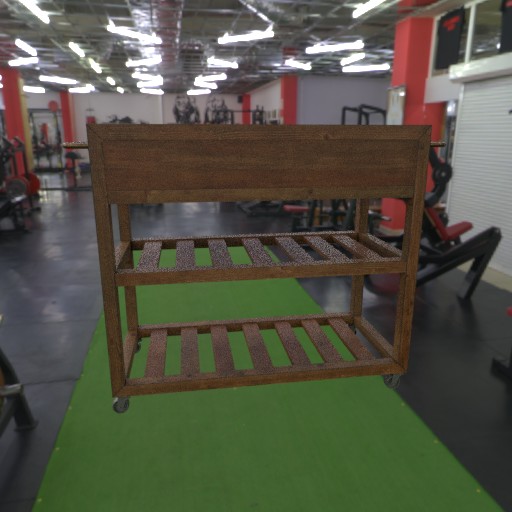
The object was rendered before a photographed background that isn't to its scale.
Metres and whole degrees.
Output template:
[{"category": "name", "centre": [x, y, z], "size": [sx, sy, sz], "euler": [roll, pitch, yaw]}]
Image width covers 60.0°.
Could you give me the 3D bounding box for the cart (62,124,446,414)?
[{"category": "cart", "centre": [0.000, 0.000, 1.474], "size": [1.065, 0.830, 0.445], "euler": [-2, 15, -9]}]
